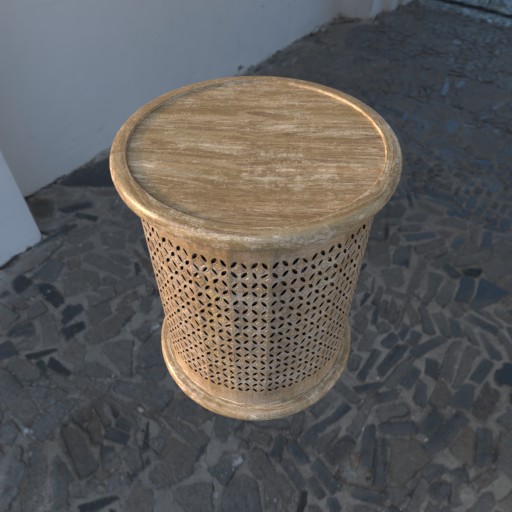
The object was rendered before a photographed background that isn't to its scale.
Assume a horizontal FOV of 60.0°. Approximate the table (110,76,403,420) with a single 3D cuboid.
[{"bbox_3d":[0.000,0.000,0.799,0.407,0.482,0.407,0,47,0],"label":"table"}]
